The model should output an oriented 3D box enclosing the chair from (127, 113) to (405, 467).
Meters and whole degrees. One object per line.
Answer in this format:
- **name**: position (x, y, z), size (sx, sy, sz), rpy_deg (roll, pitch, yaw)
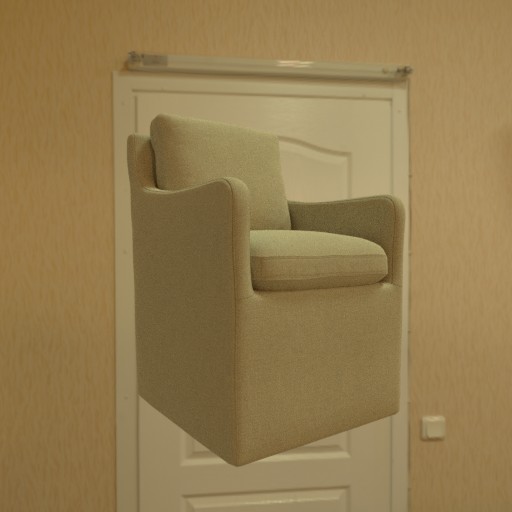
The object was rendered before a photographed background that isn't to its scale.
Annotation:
- **chair**: position (0.000, 0.000, 1.378), size (0.626, 0.914, 0.694), rpy_deg (-1, 1, -35)
